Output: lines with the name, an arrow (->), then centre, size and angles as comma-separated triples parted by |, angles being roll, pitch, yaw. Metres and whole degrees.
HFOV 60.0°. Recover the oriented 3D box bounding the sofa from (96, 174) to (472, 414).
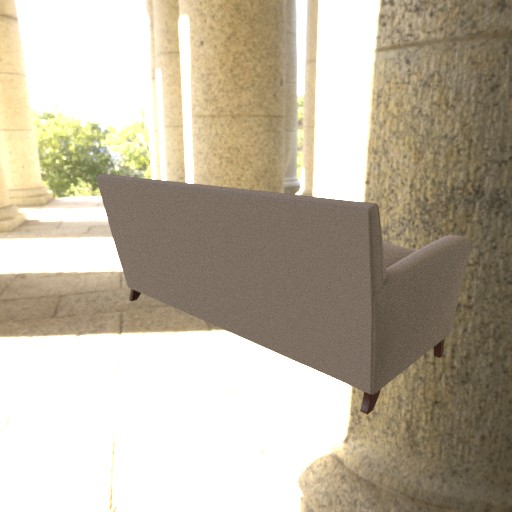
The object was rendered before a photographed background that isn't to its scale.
sofa -> 0.000, 0.000, 2.468 | 2.000, 0.846, 0.875 | 14, 20, 43
